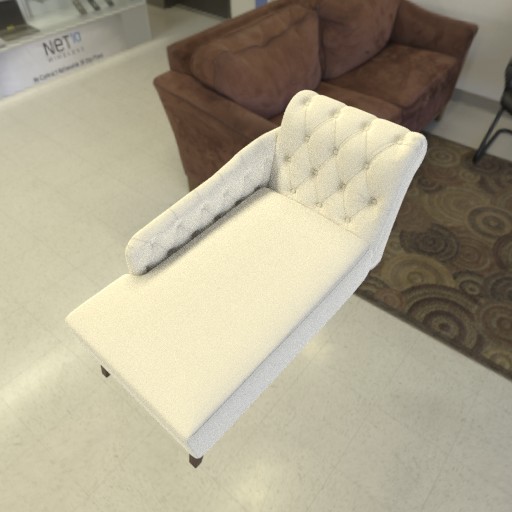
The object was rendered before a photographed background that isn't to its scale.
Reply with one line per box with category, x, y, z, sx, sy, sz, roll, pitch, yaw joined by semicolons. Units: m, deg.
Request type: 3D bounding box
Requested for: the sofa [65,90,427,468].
sofa;0.000;0.000;1.791;0.675;0.787;1.379;33;55;27
